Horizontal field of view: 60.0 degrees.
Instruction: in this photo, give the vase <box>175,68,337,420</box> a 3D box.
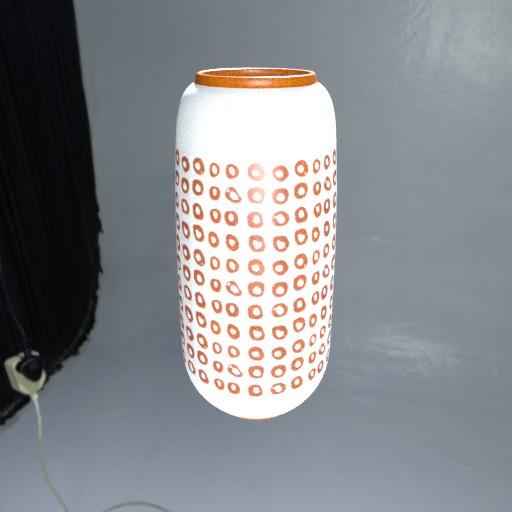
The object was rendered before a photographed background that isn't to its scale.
[{"bbox_3d":[0.000,0.000,0.367,0.133,0.282,0.133,0,27,0],"label":"vase"}]
